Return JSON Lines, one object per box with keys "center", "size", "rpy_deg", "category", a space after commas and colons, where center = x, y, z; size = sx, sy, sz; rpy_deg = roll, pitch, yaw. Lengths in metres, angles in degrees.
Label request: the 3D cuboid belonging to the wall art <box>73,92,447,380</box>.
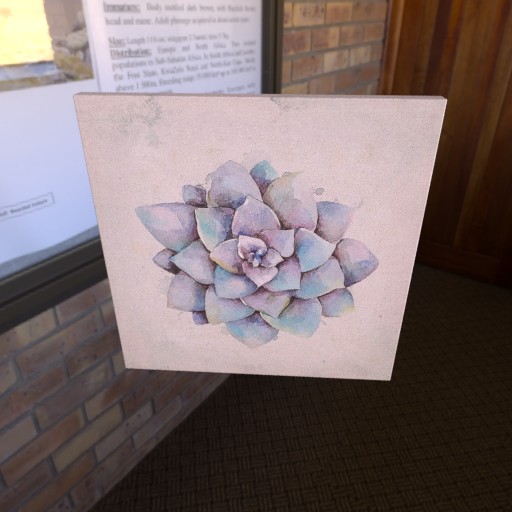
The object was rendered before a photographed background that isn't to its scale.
{"center": [0.000, 0.000, 1.103], "size": [0.762, 0.762, 0.038], "rpy_deg": [2, 30, 3], "category": "wall art"}
